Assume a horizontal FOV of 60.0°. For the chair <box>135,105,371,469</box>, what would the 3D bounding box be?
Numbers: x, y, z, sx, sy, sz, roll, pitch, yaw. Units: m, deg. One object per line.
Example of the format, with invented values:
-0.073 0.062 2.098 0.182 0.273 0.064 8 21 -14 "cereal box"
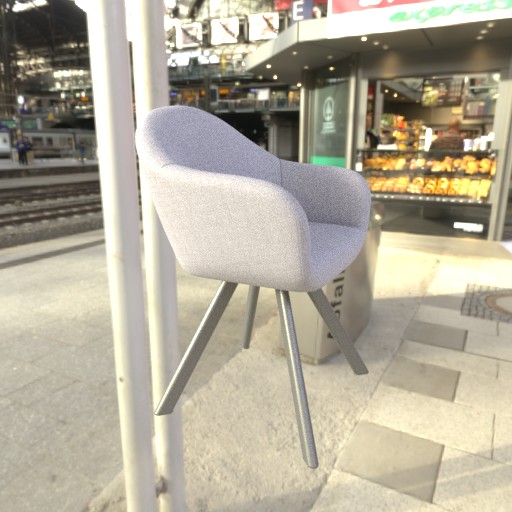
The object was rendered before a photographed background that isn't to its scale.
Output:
0.000 0.000 1.209 0.550 0.795 0.590 7 16 26 "chair"
